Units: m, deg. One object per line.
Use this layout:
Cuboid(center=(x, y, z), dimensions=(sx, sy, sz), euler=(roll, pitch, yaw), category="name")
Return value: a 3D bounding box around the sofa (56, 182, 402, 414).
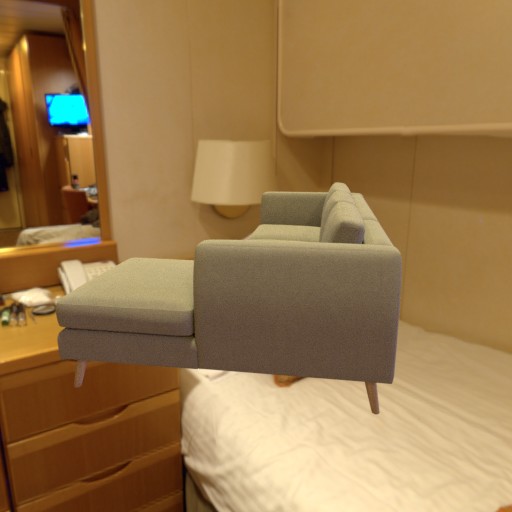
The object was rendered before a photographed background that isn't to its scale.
Cuboid(center=(0.000, 0.000, 3.050), dimensions=(1.580, 0.860, 2.300), euler=(2, 14, 9), category="sofa")
